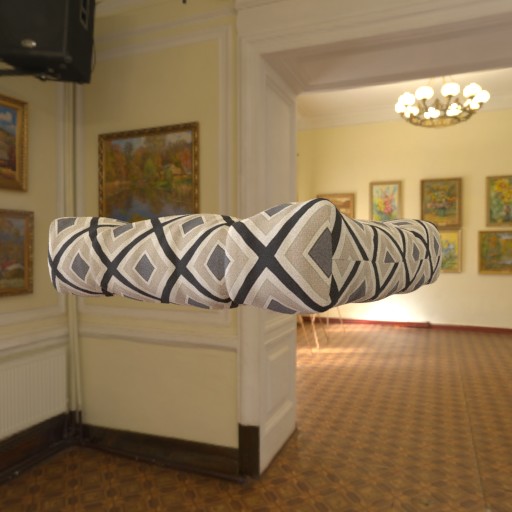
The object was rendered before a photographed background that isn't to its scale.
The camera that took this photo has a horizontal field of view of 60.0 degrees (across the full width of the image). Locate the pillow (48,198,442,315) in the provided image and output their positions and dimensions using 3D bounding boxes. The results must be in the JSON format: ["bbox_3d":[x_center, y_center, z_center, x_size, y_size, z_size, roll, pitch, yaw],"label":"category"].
[{"bbox_3d":[0.000,0.000,0.728,0.490,0.128,0.468,1,2,35],"label":"pillow"}]
